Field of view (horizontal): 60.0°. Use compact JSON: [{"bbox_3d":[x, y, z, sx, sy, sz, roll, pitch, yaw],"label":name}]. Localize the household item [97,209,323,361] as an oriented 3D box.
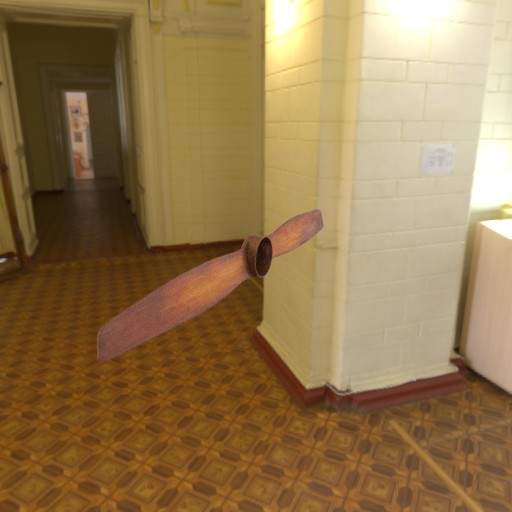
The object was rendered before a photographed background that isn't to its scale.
[{"bbox_3d":[0.000,0.000,1.235,0.051,0.121,1.181,8,18,25],"label":"household item"}]
